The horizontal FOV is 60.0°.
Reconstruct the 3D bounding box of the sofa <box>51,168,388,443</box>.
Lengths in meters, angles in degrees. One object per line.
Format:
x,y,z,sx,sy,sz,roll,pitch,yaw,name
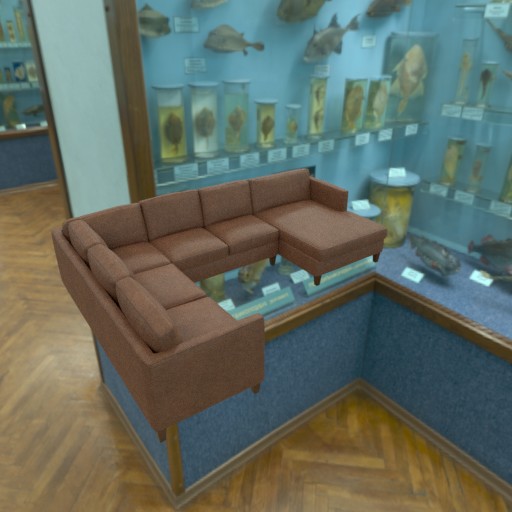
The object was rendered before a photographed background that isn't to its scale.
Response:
0.000,0.000,4.659,3.460,0.923,2.593,-18,32,-31,sofa
